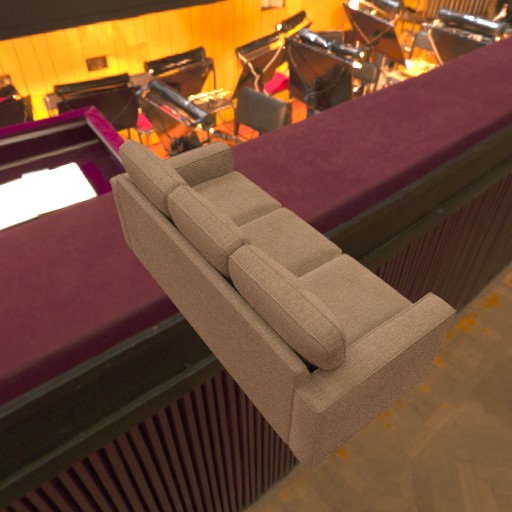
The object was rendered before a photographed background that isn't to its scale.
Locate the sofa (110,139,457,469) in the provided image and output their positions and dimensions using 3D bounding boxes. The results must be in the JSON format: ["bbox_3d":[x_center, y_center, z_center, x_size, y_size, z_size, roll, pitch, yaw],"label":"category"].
[{"bbox_3d":[0.000,0.000,2.697,0.939,0.965,2.133,-27,49,-26],"label":"sofa"}]
